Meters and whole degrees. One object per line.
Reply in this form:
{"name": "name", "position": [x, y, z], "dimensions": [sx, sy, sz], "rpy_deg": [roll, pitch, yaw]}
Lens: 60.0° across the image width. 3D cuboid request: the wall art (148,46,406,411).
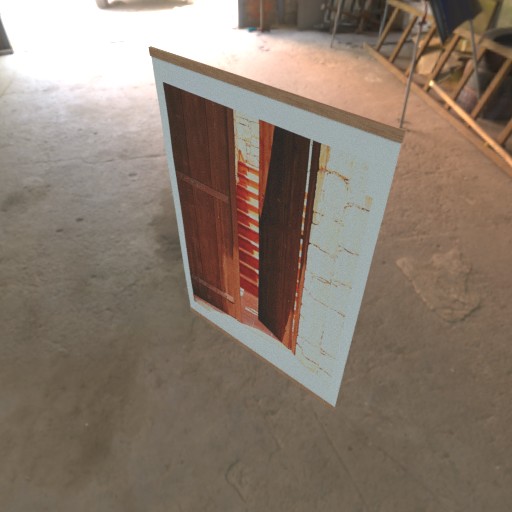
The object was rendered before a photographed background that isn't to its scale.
{"name": "wall art", "position": [0.000, 0.000, 1.929], "dimensions": [1.019, 1.527, 0.019], "rpy_deg": [30, 51, 27]}
